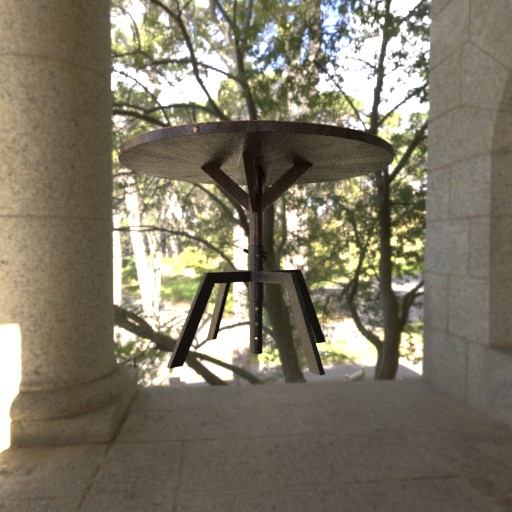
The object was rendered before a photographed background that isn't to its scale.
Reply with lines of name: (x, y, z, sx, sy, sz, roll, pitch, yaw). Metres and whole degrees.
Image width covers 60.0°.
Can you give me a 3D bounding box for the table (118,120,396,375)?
table: (0.000, 0.000, 1.495, 0.885, 0.658, 0.885, 0, 1, 0)
